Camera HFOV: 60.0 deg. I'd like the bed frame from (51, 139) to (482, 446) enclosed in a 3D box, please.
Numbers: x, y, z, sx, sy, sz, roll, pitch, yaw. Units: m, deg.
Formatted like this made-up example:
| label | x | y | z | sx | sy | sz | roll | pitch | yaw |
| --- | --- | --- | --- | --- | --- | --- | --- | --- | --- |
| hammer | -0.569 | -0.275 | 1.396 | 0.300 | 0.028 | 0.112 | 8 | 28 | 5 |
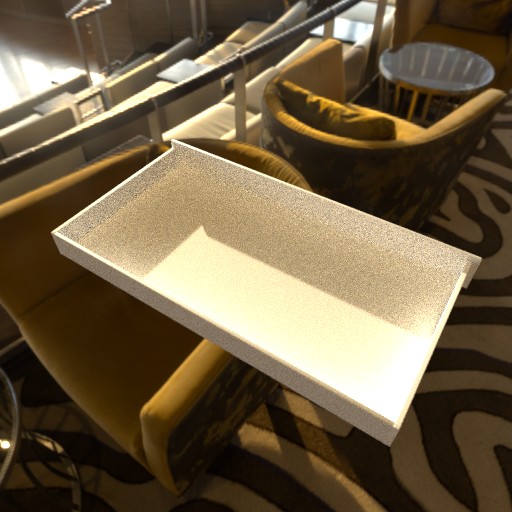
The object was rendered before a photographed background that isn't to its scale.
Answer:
| label | x | y | z | sx | sy | sz | roll | pitch | yaw |
| --- | --- | --- | --- | --- | --- | --- | --- | --- | --- |
| bed frame | 0.000 | 0.000 | 1.527 | 1.300 | 0.141 | 0.670 | 25 | 51 | 22 |
